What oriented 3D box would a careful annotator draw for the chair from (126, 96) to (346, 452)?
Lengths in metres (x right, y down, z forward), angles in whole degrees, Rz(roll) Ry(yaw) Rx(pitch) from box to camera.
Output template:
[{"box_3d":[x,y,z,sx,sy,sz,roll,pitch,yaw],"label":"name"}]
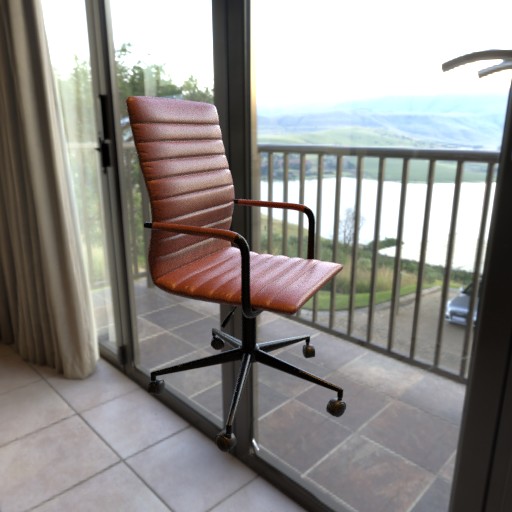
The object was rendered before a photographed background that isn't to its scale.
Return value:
[{"box_3d":[0.000,0.000,1.287,0.578,0.878,0.600,8,18,26],"label":"chair"}]
